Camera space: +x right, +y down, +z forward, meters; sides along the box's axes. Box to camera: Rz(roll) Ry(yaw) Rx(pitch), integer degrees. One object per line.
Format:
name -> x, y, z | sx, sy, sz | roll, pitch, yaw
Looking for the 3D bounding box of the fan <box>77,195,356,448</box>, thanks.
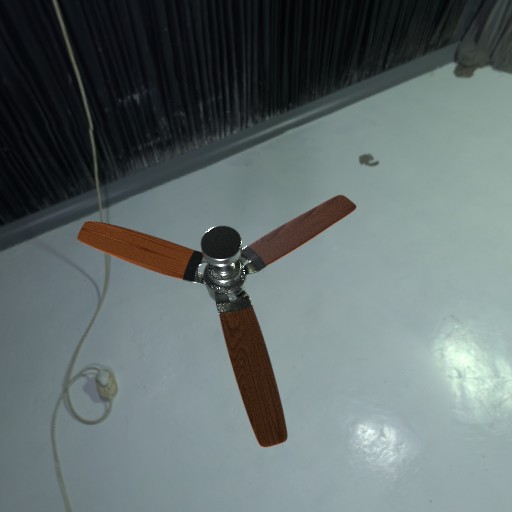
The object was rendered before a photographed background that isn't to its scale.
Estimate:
fan -> 0.000, 0.000, 2.054 | 1.271, 0.410, 1.416 | -31, 63, -18
